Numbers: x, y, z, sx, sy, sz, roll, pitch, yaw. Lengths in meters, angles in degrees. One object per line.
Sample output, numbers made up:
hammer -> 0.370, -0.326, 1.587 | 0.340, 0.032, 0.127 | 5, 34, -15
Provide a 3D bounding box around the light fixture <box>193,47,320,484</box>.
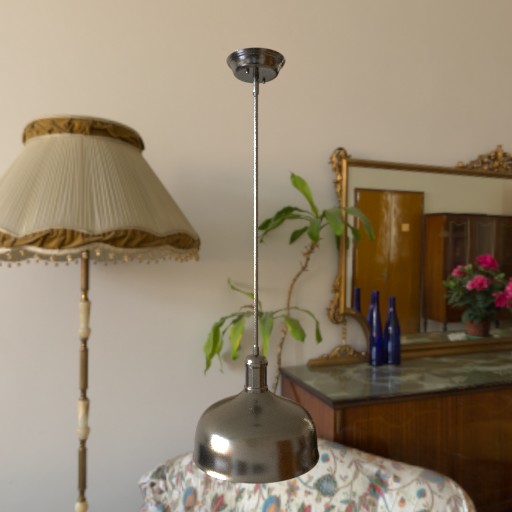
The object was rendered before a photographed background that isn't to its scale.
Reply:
light fixture -> 0.000, 0.000, 1.061 | 0.299, 0.935, 0.299 | 0, -1, 35
